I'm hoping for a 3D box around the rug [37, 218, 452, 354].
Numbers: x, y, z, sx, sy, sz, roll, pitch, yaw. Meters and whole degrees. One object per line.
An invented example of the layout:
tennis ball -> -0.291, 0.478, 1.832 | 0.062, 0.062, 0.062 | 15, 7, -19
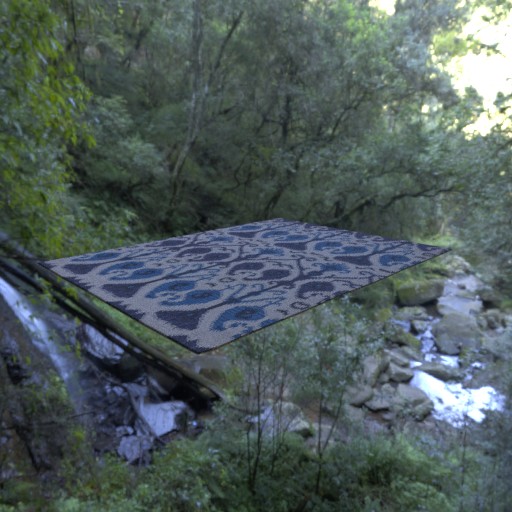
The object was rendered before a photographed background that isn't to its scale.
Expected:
rug -> 0.000, 0.000, 4.284 | 3.228, 0.024, 2.443 | -14, 21, -42
